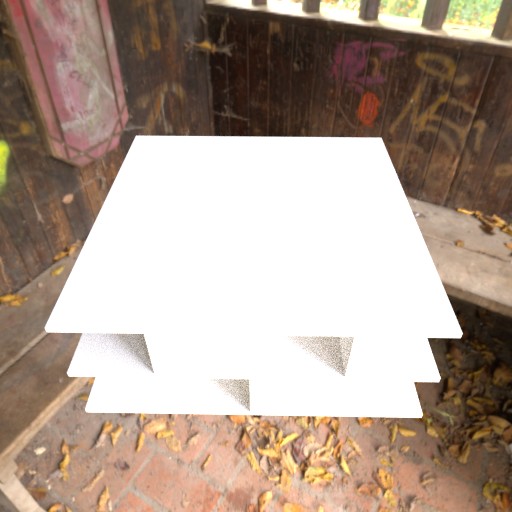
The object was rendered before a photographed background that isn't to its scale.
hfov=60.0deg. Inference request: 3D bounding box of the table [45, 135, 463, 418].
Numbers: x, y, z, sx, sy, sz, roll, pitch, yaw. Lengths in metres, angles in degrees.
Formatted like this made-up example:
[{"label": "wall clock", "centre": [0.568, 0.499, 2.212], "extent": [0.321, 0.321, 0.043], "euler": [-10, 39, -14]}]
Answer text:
[{"label": "table", "centre": [0.000, 0.000, 1.099], "extent": [0.700, 0.289, 0.700], "euler": [1, 42, 1]}]
